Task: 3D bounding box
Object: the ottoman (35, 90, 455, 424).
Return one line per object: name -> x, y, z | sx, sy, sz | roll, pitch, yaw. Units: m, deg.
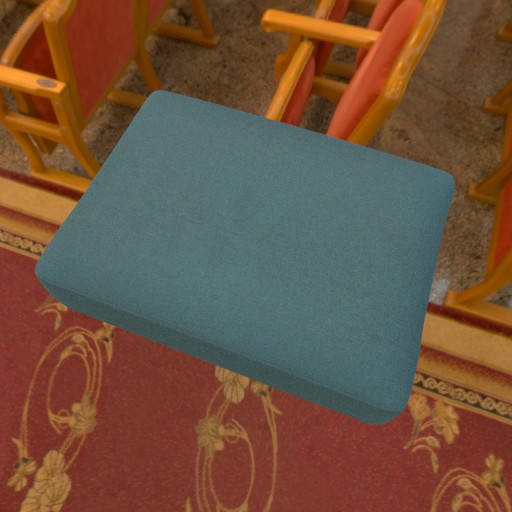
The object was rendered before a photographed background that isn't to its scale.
ottoman -> 0.000, 0.000, 1.043 | 0.749, 0.428, 0.549 | 19, 65, 9
